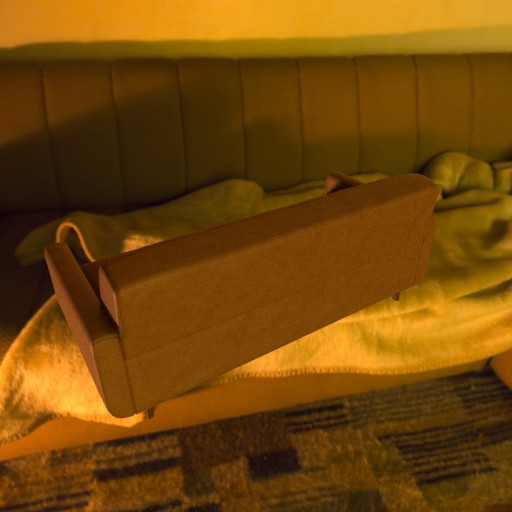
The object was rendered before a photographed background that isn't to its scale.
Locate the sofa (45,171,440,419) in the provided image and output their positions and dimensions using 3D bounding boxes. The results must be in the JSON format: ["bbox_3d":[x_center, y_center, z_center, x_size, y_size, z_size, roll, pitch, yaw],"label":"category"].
[{"bbox_3d":[0.000,0.000,2.635,2.137,0.892,0.980,-19,36,-28],"label":"sofa"}]
